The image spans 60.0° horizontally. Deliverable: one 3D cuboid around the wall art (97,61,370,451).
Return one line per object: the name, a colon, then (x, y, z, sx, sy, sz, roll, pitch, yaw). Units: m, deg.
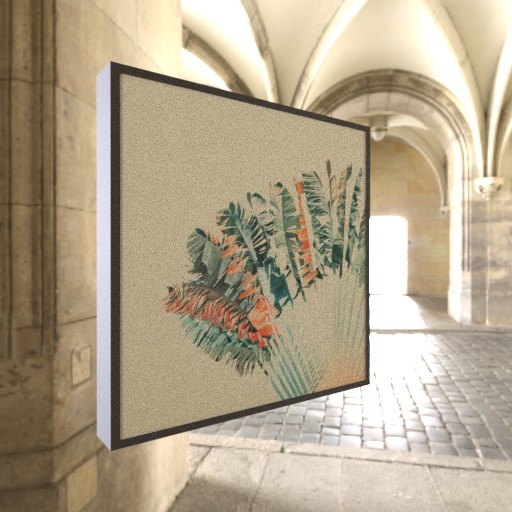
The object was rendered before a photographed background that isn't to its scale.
wall art: (0.000, 0.000, 0.444, 0.302, 0.300, 0.036, 0, 0, -36)
